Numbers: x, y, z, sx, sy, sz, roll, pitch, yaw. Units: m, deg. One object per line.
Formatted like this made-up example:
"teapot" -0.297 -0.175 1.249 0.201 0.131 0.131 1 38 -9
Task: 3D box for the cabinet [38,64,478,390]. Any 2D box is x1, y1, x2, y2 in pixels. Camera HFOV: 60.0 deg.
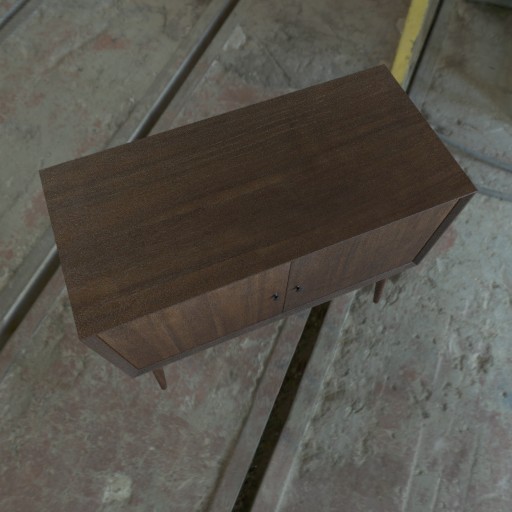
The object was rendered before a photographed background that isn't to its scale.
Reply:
"cabinet" 0.000 0.000 1.122 0.743 0.654 0.354 -20 66 -9
